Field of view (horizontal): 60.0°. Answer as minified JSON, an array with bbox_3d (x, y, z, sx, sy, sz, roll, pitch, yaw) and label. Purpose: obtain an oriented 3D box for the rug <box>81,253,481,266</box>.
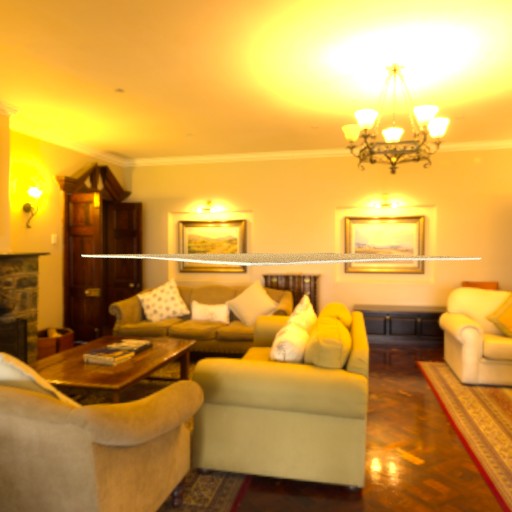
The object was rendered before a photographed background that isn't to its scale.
[{"bbox_3d":[0.000,0.000,4.319,2.434,0.045,3.202,-1,1,-36],"label":"rug"}]
